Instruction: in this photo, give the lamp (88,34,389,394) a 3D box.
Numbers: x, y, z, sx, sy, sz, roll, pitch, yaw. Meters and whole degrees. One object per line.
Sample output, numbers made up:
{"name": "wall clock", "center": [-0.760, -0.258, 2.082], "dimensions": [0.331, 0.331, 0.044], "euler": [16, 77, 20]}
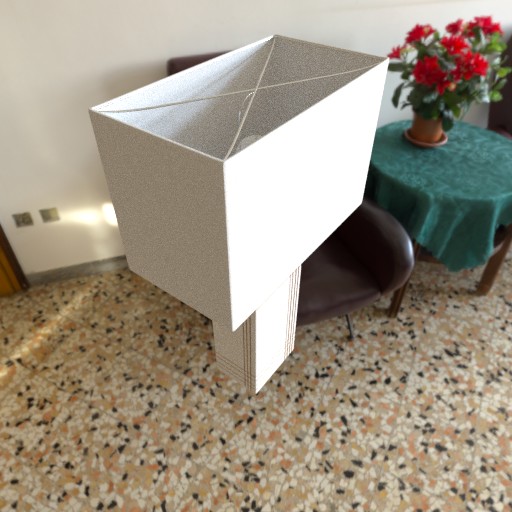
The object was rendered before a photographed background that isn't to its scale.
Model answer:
{"name": "lamp", "center": [0.000, 0.000, 0.691], "dimensions": [0.182, 0.543, 0.334], "euler": [26, 48, 27]}
